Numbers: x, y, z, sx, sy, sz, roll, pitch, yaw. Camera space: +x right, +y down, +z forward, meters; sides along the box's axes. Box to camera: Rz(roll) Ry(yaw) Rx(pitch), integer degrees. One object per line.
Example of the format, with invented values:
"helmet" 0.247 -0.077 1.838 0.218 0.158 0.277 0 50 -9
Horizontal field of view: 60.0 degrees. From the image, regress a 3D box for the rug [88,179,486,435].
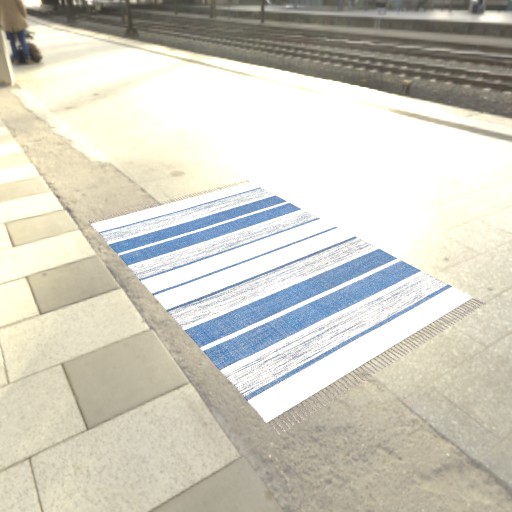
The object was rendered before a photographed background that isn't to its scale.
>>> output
"rug" 0.000 0.000 3.035 1.532 0.010 2.441 -20 36 -30
